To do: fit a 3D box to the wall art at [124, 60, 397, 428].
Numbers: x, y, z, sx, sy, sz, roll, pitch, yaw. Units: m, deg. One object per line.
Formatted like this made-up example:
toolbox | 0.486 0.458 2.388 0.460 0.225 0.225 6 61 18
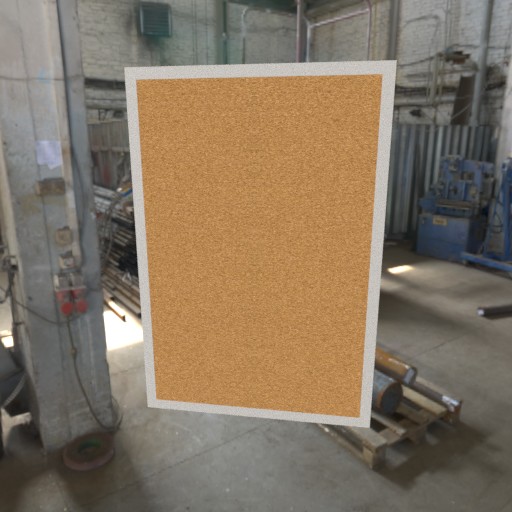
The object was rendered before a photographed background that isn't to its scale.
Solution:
wall art | 0.000 0.000 0.824 0.450 0.657 0.038 2 15 9
